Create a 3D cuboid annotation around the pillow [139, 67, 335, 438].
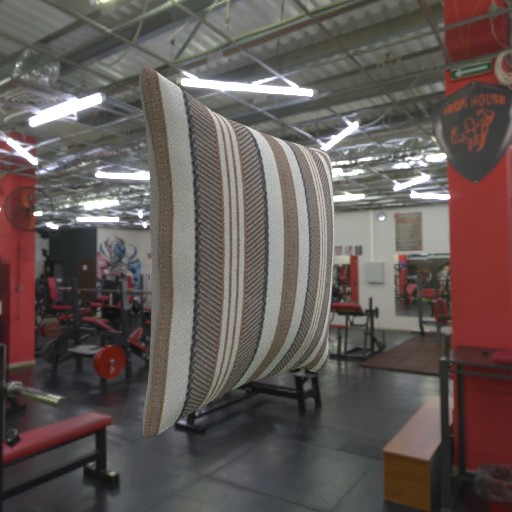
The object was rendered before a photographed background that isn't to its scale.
[{"bbox_3d":[0.000,0.000,0.637,0.173,0.401,0.416,-1,-2,36],"label":"pillow"}]
